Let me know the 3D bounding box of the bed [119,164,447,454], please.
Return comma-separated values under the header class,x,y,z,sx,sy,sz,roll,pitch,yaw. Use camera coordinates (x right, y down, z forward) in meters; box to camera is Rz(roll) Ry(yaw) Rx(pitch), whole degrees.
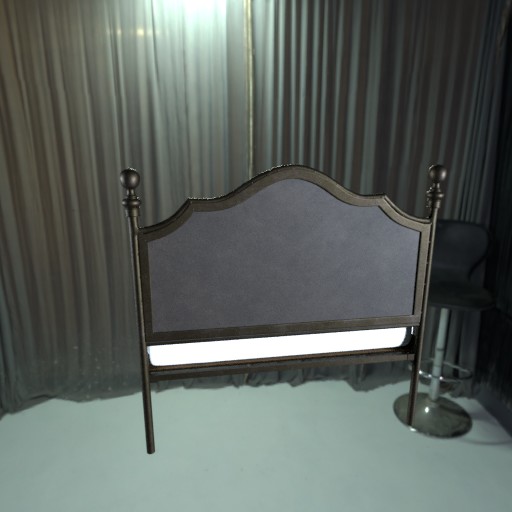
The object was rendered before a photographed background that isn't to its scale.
class,x,y,z,sx,sy,sz,roll,pitch,yaw
bed,0.000,0.000,3.214,1.533,1.462,2.170,-3,16,-9
